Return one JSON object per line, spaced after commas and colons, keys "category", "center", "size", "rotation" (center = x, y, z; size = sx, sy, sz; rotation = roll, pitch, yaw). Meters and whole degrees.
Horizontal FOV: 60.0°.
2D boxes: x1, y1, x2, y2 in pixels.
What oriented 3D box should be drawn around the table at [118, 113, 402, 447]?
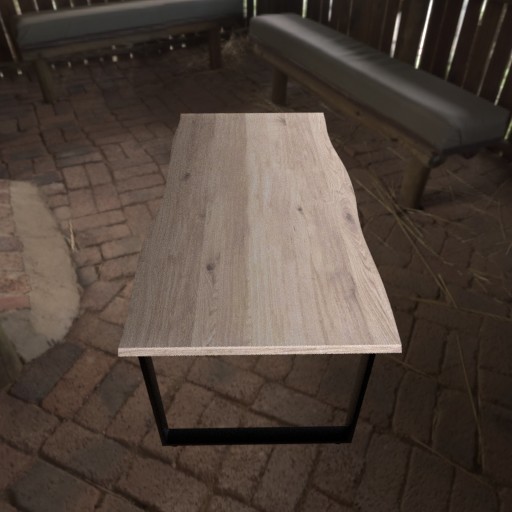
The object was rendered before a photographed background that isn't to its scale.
{"category": "table", "center": [0.000, 0.000, 2.268], "size": [0.900, 0.780, 1.800], "rotation": [-1, 40, -1]}
